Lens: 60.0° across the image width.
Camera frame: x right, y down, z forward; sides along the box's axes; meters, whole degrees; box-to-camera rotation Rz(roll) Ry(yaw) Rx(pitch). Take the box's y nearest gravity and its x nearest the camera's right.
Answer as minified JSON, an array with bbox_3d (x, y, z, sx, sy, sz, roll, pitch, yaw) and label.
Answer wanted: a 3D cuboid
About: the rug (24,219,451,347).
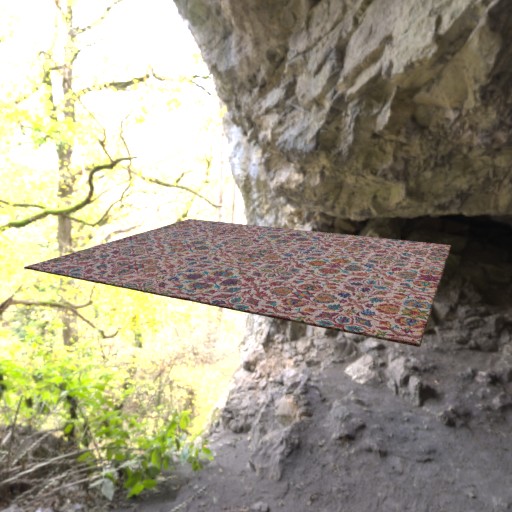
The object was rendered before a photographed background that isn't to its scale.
[{"bbox_3d":[0.000,0.000,4.137,3.215,0.020,2.446,8,17,26],"label":"rug"}]
